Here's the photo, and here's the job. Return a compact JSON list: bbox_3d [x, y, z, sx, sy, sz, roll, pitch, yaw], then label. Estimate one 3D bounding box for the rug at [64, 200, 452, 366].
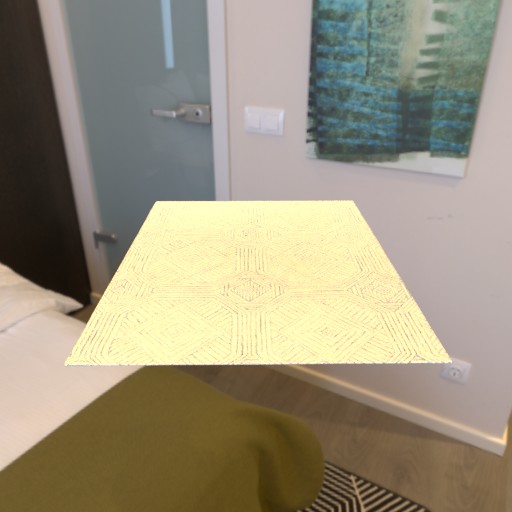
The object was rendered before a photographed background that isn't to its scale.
[{"bbox_3d":[0.000,0.000,4.156,2.457,0.015,3.049,0,26,-1],"label":"rug"}]
